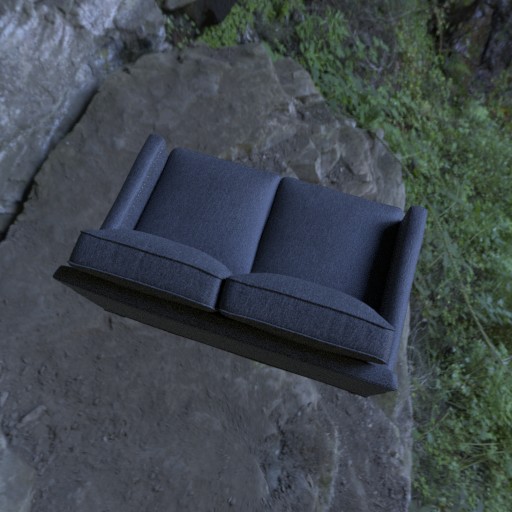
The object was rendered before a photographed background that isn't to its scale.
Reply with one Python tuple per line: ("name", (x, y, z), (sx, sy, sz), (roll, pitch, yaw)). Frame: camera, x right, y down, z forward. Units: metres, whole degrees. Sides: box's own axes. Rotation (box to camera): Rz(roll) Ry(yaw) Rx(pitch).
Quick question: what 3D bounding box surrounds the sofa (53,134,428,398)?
("sofa", (0.000, 0.000, 2.332), (1.597, 1.003, 1.084), (17, 66, 8))
